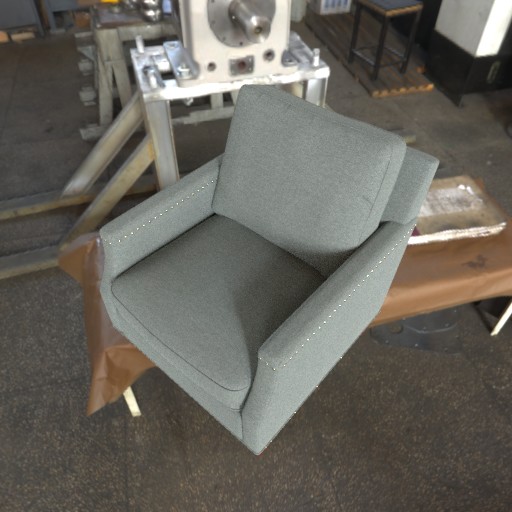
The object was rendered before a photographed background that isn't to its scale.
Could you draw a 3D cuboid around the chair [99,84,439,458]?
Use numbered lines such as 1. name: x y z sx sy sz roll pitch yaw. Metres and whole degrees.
1. chair: 0.000 0.000 1.790 0.885 1.031 1.031 32 54 27
